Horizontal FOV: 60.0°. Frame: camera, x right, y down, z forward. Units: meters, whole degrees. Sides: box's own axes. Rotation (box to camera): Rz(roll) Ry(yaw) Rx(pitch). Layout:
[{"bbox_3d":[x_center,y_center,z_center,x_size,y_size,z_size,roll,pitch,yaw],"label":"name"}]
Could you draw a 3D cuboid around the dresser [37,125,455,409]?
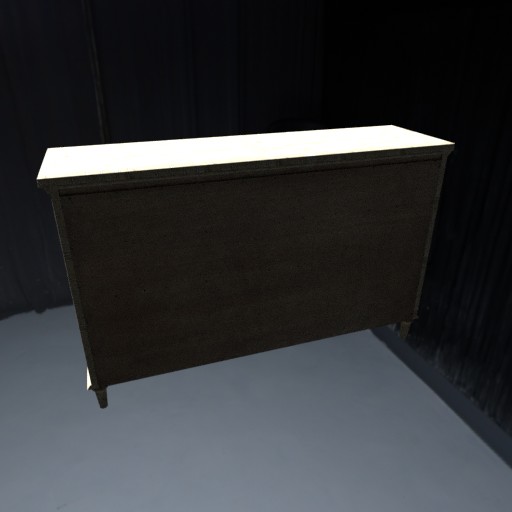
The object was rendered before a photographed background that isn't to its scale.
[{"bbox_3d":[0.000,0.000,2.060,1.626,1.016,0.457,-9,28,-17],"label":"dresser"}]
